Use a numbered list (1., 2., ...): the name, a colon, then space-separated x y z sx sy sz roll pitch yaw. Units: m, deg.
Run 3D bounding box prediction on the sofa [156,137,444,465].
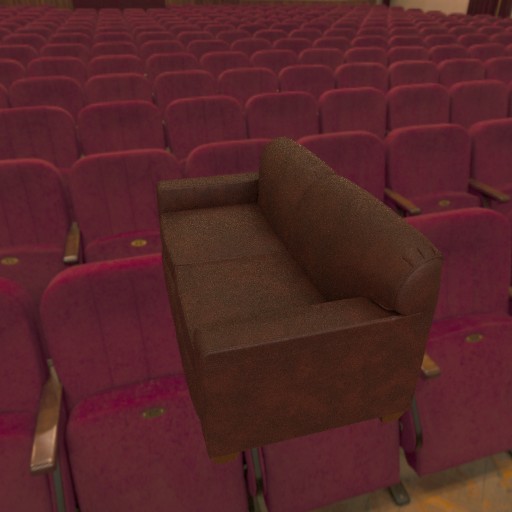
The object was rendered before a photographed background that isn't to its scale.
1. sofa: 0.000 0.000 2.488 1.000 0.966 1.856 -8 30 -14
